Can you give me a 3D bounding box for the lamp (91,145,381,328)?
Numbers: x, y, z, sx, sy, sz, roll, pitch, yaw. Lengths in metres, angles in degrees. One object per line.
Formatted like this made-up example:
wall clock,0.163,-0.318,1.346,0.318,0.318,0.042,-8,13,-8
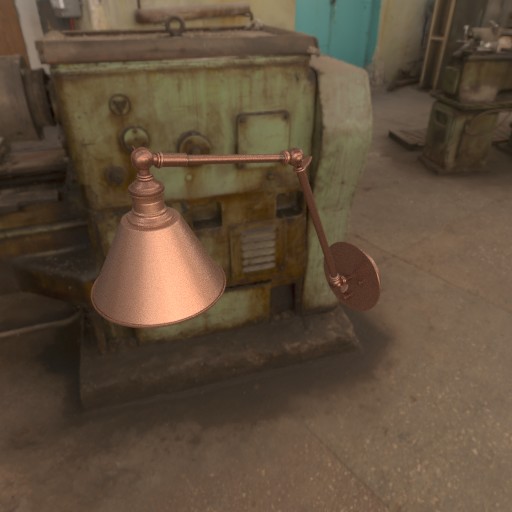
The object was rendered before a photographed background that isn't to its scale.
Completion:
lamp,0.000,0.000,0.861,0.624,0.502,0.223,-21,37,-30
